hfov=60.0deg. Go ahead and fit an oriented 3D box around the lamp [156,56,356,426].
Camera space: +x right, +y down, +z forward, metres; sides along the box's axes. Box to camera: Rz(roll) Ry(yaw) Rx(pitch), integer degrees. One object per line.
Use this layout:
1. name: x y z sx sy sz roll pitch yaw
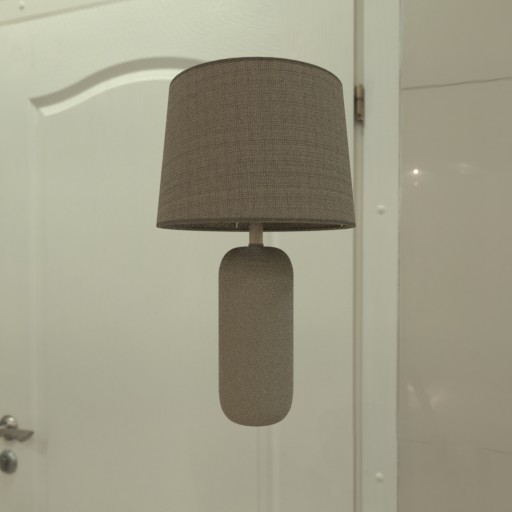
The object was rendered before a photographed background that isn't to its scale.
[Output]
1. lamp: 0.000 0.000 0.835 0.367 0.609 0.367 0 1 0
